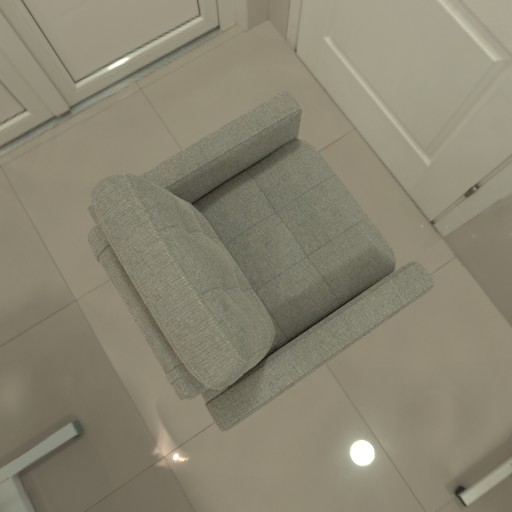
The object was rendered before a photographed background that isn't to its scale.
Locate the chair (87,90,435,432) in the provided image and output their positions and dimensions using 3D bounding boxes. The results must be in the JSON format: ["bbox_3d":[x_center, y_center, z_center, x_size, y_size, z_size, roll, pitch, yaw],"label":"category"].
[{"bbox_3d":[0.000,0.000,1.503,0.843,0.880,0.821,-33,78,-8],"label":"chair"}]
